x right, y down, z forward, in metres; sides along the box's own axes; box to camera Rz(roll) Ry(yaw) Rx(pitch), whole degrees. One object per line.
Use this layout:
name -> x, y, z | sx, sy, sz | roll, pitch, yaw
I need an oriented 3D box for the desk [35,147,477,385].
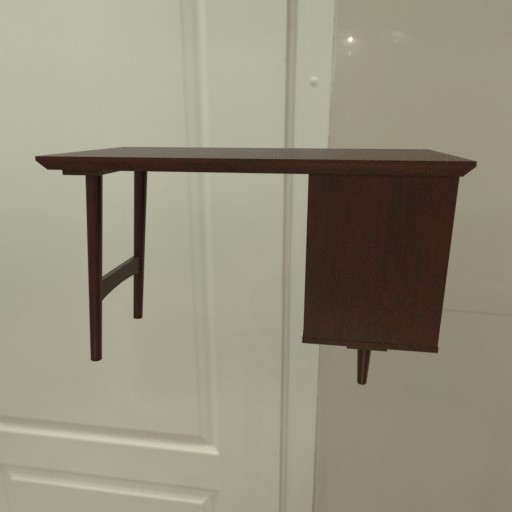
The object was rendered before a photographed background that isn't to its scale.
desk -> 0.000, 0.000, 1.660 | 1.277, 0.758, 0.612 | 3, 17, 9
